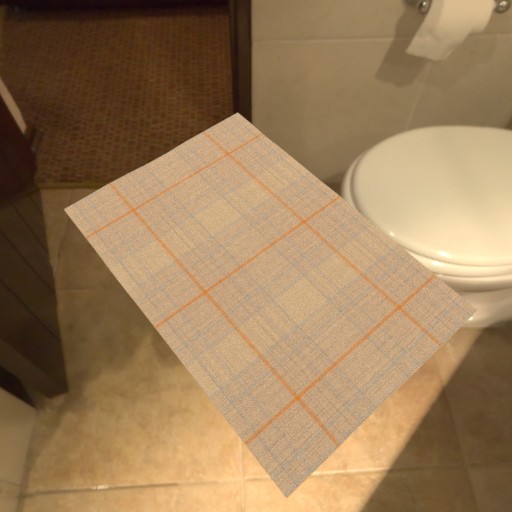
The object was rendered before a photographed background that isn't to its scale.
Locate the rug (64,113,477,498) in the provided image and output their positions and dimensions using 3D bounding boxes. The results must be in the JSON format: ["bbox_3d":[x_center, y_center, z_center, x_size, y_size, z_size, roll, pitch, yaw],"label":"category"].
[{"bbox_3d":[0.000,0.000,2.273,1.232,0.015,1.825,-35,64,-20],"label":"rug"}]
